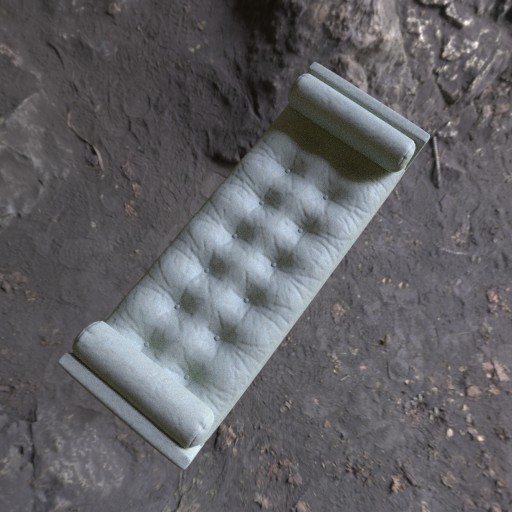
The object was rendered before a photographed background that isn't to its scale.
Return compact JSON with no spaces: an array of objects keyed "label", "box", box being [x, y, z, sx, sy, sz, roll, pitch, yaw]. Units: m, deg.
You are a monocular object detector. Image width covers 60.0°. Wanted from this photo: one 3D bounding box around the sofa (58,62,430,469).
[{"label":"sofa","box":[0.000,0.000,2.501,0.796,0.705,2.102,36,78,9]}]
